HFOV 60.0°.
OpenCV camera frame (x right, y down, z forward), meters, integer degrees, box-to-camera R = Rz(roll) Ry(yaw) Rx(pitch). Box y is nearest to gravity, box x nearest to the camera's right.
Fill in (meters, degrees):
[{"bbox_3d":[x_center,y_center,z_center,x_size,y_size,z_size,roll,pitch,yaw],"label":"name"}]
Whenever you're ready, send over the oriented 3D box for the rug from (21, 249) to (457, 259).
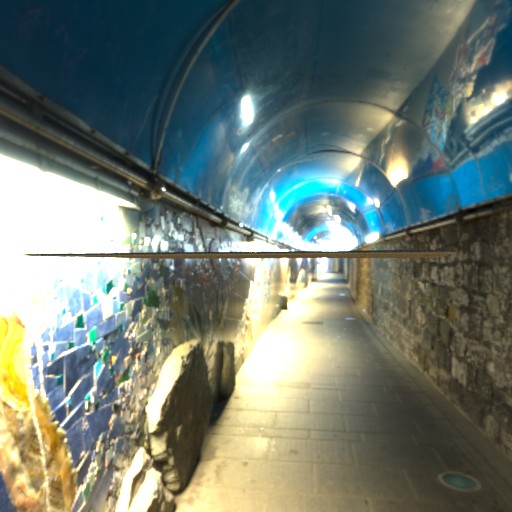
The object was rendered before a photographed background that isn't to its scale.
[{"bbox_3d":[0.000,0.000,2.829,2.206,0.014,1.578,0,-1,19],"label":"rug"}]
